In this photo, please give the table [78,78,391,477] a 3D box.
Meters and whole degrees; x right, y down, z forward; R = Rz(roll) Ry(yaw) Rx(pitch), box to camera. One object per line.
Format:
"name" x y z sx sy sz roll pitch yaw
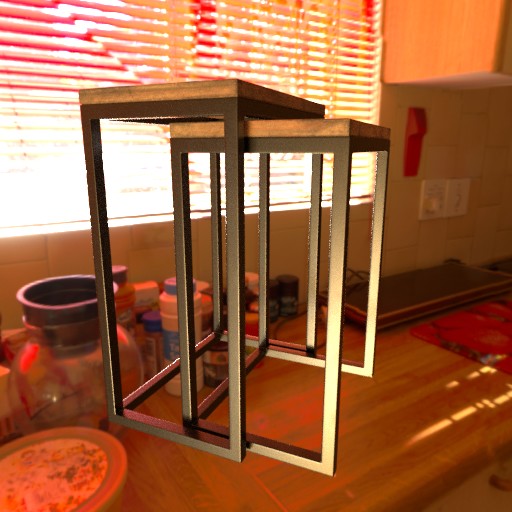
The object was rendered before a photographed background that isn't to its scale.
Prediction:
"table" 0.000 0.000 0.902 0.460 0.615 0.456 7 15 26
